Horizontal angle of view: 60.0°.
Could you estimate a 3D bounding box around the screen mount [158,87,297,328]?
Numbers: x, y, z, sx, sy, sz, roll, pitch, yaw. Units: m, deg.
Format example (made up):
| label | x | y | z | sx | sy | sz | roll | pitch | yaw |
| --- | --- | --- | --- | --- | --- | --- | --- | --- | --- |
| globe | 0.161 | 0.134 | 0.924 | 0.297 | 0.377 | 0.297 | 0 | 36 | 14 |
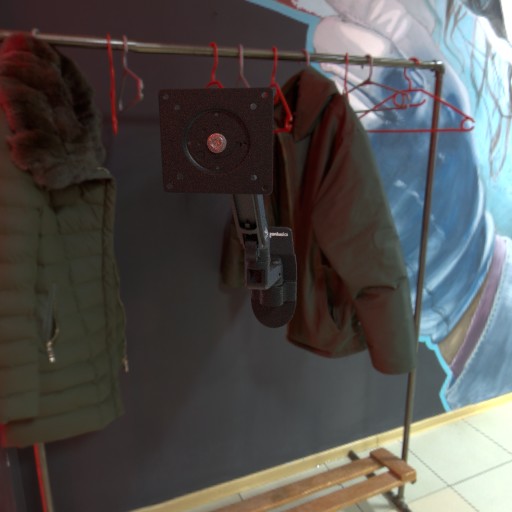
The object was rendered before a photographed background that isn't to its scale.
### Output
| label | x | y | z | sx | sy | sz | roll | pitch | yaw |
| --- | --- | --- | --- | --- | --- | --- | --- | --- | --- |
| screen mount | 0.000 | 0.000 | 0.724 | 0.115 | 0.466 | 0.495 | 2 | 15 | 9 |
